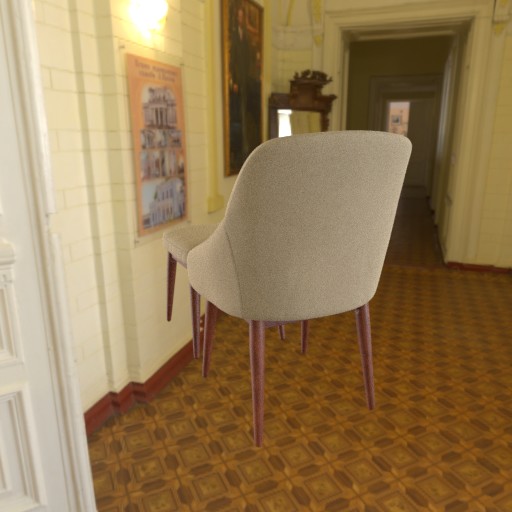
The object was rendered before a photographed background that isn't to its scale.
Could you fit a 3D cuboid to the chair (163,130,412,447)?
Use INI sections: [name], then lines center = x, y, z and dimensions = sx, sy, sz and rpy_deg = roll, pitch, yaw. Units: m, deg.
[chair]
center = 0.000, 0.000, 1.613
dimensions = 0.584, 0.866, 1.114
rpy_deg = -7, 17, -25
